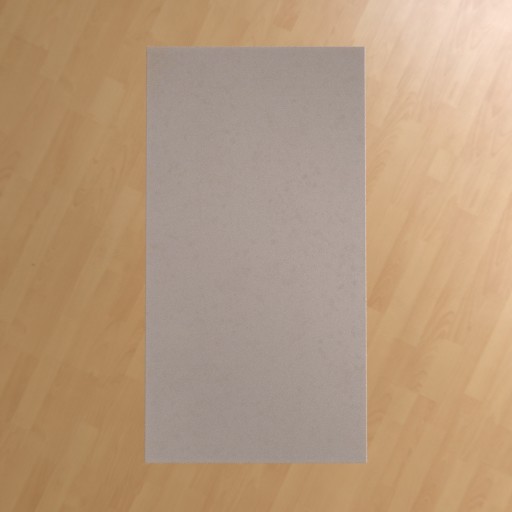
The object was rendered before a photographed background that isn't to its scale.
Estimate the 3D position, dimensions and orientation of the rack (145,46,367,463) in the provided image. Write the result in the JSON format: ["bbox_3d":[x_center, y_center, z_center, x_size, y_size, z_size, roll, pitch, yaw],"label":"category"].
[{"bbox_3d":[0.000,0.000,1.670,0.613,0.880,1.159,0,89,0],"label":"rack"}]
